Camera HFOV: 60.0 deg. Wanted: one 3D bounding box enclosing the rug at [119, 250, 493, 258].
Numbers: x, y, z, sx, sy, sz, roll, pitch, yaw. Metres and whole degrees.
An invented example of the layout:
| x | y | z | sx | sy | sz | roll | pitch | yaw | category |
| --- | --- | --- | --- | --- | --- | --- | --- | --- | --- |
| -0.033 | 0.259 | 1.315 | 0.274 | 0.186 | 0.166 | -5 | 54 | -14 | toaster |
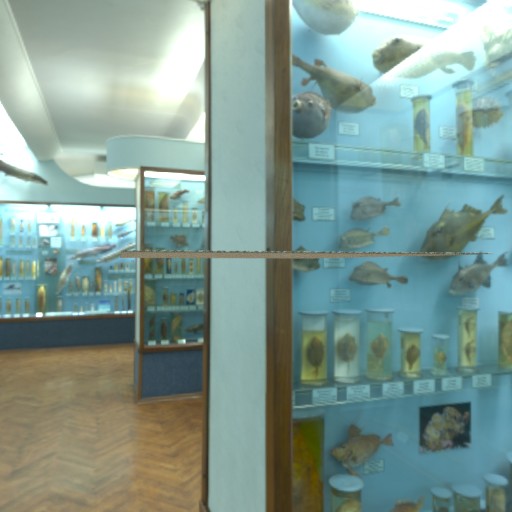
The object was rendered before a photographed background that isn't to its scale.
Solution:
| x | y | z | sx | sy | sz | roll | pitch | yaw | category |
| --- | --- | --- | --- | --- | --- | --- | --- | --- | --- |
| 0.000 | 0.000 | 4.082 | 2.444 | 0.013 | 3.043 | 0 | -1 | -17 | rug |
